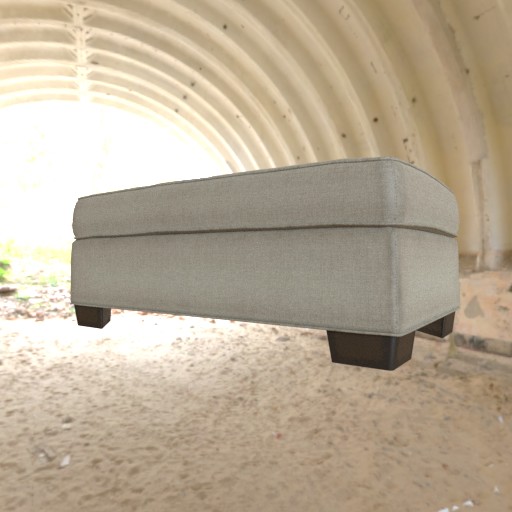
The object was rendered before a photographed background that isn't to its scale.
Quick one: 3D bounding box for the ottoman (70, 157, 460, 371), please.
[{"bbox_3d":[0.000,0.000,1.407,1.097,0.461,0.617,0,0,35],"label":"ottoman"}]
